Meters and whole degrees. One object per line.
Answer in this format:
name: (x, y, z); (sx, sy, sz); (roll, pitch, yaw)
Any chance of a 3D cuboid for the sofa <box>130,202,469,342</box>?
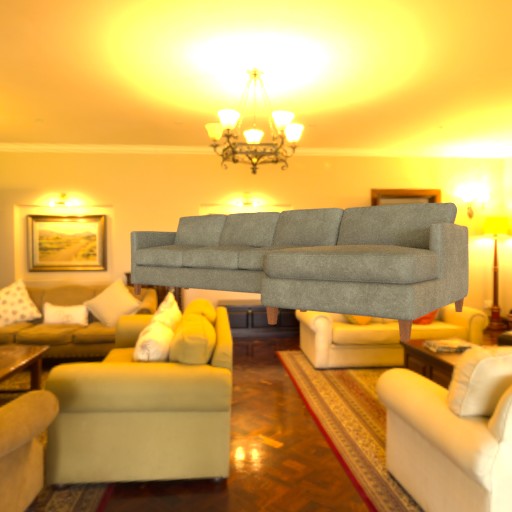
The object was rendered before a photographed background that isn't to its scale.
sofa: (0.000, 0.000, 4.221); (3.471, 0.950, 1.604); (1, 2, 36)
